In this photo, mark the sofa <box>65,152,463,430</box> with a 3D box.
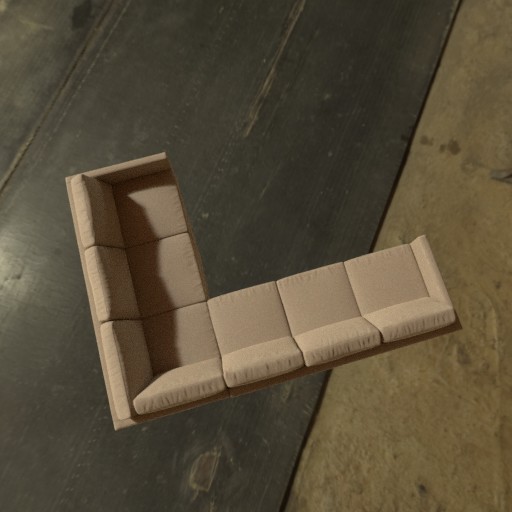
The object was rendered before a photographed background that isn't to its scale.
[{"bbox_3d":[0.000,0.000,4.370,3.182,0.871,2.432,-15,77,-4],"label":"sofa"}]
